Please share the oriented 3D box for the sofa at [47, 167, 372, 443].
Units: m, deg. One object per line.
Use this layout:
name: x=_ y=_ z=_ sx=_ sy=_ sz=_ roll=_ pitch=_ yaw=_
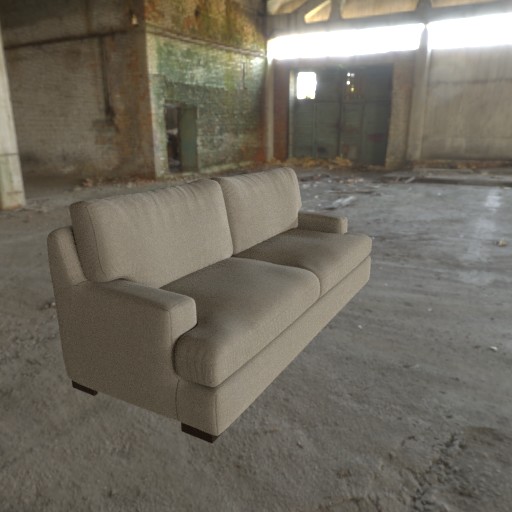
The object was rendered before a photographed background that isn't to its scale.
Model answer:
sofa: x=0.000 y=0.000 z=2.897 sx=0.962 sy=0.980 sz=2.354 roll=9 pitch=18 yaw=28
